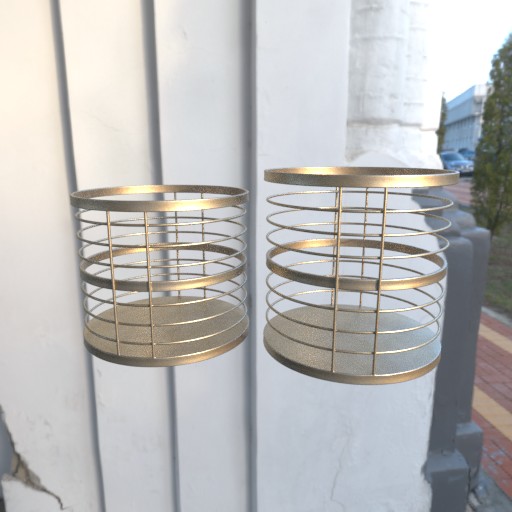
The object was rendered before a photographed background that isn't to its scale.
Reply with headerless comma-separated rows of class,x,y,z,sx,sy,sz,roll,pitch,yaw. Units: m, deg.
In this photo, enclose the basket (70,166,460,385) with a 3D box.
basket,0.000,0.000,0.913,0.746,0.351,0.356,2,14,9
